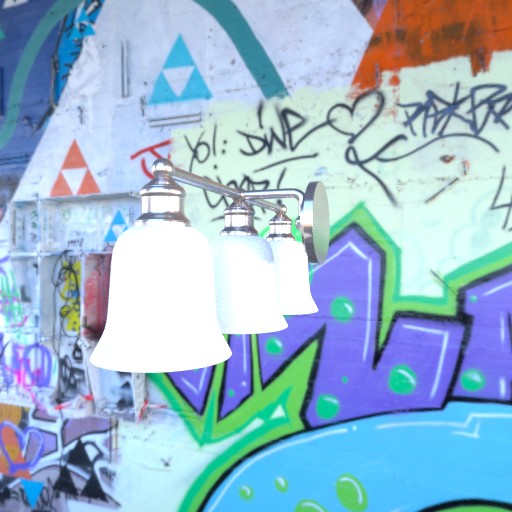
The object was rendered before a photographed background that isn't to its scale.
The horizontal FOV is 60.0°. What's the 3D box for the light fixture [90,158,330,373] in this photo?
[{"bbox_3d":[0.000,0.000,0.660,0.198,0.211,0.570,0,0,20],"label":"light fixture"}]
